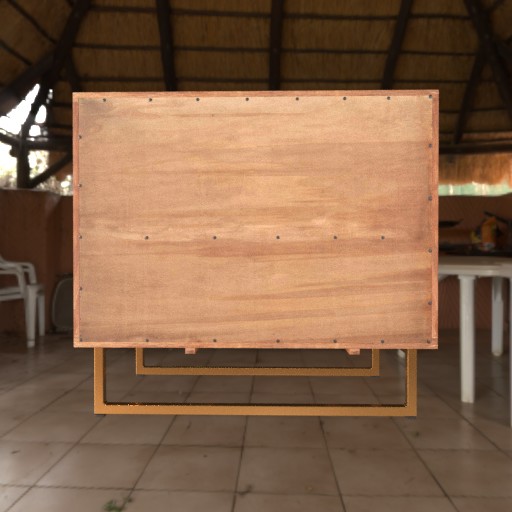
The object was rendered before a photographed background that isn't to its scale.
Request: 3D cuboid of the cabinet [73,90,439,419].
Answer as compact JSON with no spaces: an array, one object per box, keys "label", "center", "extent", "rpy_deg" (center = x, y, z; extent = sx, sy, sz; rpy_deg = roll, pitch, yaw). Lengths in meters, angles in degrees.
[{"label":"cabinet","center":[0.000,0.000,1.378],"extent":[0.950,0.860,0.451],"rpy_deg":[0,1,1]}]
